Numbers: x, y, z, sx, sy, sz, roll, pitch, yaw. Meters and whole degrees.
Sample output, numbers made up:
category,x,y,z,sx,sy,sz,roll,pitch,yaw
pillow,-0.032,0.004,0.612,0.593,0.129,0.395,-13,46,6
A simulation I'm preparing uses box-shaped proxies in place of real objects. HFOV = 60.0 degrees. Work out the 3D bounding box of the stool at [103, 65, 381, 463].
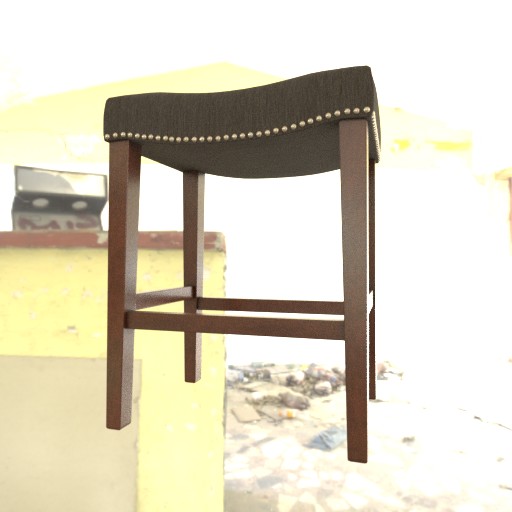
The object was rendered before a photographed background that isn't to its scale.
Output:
category,x,y,z,sx,sy,sz,roll,pitch,yaw
stool,0.000,0.000,0.938,0.504,0.654,0.372,0,0,17
